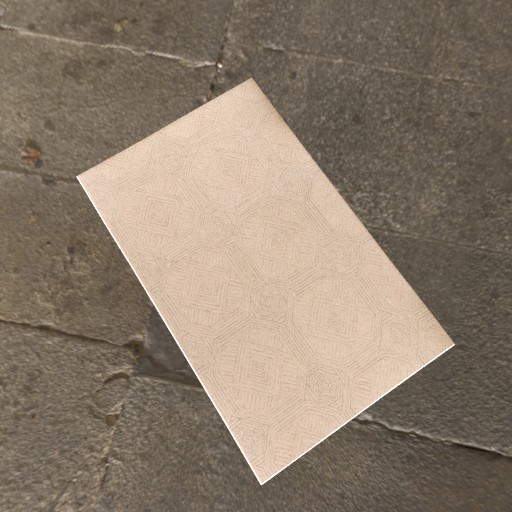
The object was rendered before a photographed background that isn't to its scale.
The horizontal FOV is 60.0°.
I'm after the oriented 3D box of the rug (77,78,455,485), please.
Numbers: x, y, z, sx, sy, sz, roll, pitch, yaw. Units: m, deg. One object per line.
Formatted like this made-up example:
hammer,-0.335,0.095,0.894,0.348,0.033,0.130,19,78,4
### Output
rug,0.000,0.000,3.065,1.524,0.008,2.440,-32,77,-8
